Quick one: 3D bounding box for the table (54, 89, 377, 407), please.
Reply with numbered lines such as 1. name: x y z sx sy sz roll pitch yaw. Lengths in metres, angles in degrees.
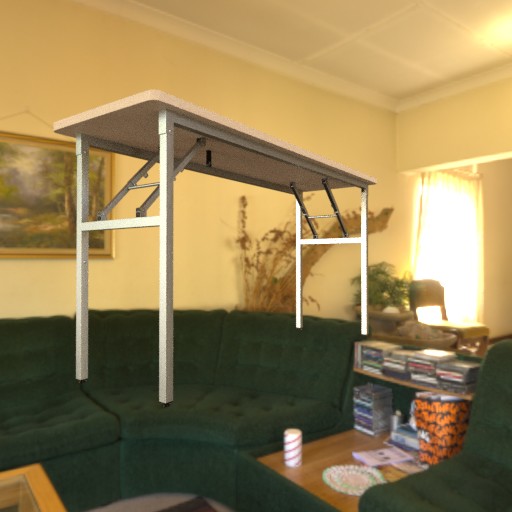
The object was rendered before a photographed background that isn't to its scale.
1. table: 0.000 0.000 1.700 0.446 0.750 1.397 -1 -1 36
